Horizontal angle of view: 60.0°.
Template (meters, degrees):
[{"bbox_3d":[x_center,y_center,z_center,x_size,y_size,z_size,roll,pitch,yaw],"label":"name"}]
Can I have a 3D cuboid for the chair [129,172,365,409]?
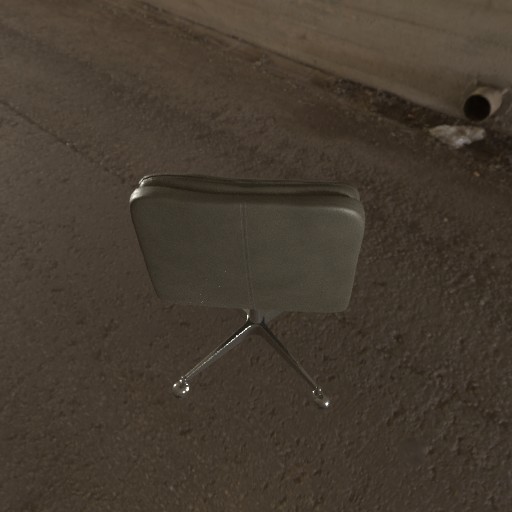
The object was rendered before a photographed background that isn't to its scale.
[{"bbox_3d":[0.000,0.000,1.038,0.422,0.738,0.485,3,47,3],"label":"chair"}]
